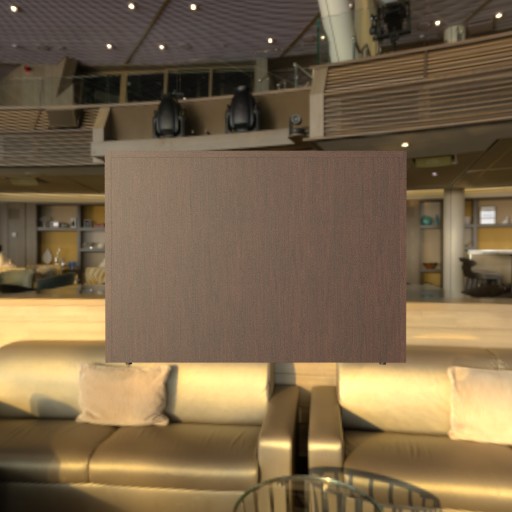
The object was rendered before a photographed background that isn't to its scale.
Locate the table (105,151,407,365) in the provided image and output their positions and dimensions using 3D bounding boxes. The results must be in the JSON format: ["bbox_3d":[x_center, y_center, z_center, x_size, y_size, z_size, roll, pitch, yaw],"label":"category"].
[{"bbox_3d":[0.000,0.000,1.427,0.597,0.424,1.099,0,0,0],"label":"table"}]
